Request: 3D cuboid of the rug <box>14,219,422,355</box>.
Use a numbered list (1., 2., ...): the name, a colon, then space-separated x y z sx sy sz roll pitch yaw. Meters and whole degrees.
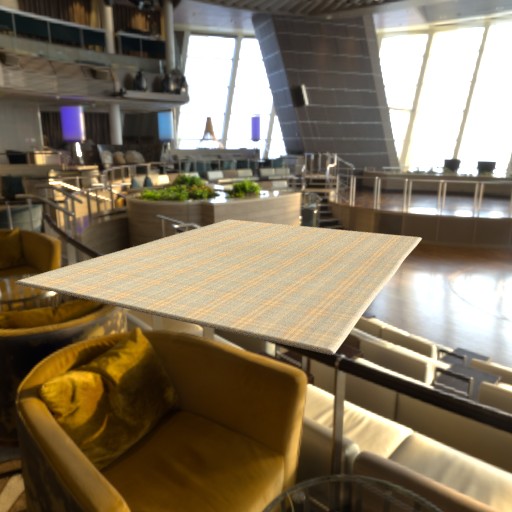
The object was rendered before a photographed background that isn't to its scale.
1. rug: 0.000 0.000 4.039 2.462 0.030 3.066 7 16 27
